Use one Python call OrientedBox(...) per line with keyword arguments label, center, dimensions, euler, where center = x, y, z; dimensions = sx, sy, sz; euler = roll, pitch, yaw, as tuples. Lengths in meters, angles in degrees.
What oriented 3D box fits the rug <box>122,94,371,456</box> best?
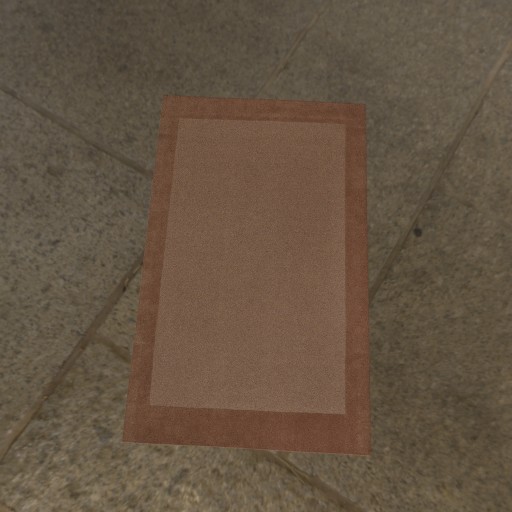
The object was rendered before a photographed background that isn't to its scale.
OrientedBox(label="rug", center=(0.000, 0.000, 3.014), dimensions=(1.524, 0.014, 2.438), euler=(3, 75, 1))
